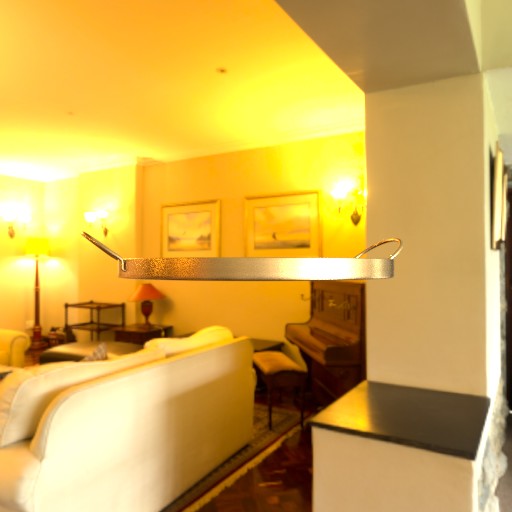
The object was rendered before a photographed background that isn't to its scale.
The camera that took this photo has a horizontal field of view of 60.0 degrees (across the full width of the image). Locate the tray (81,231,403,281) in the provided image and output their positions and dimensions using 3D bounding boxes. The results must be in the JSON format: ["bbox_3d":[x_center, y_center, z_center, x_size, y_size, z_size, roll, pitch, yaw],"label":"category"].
[{"bbox_3d":[0.000,0.000,0.736,0.543,0.069,0.438,0,-1,-18],"label":"tray"}]
